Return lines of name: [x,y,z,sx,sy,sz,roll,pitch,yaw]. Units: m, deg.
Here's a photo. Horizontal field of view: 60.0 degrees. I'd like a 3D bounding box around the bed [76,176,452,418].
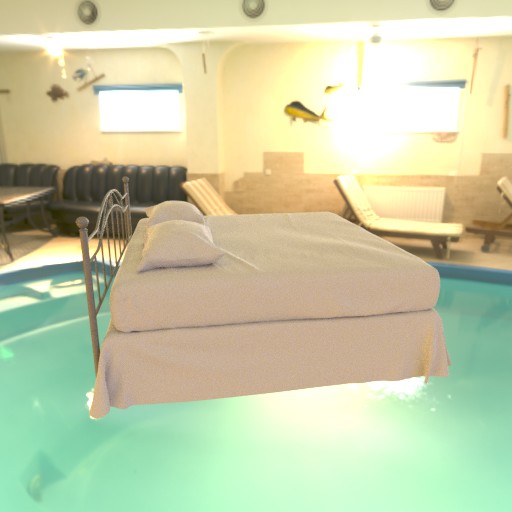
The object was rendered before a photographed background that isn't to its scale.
bed: [0.000,0.000,3.490,2.220,1.080,2.309,-3,16,-9]
